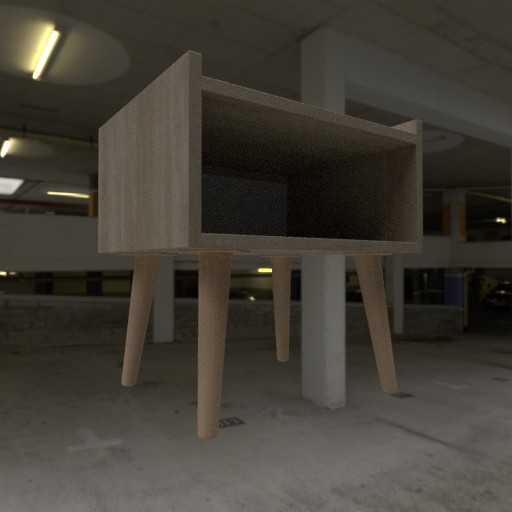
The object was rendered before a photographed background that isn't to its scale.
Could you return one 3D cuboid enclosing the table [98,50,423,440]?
[{"bbox_3d":[0.000,0.000,0.793,0.450,0.470,0.370,1,-1,-35],"label":"table"}]
